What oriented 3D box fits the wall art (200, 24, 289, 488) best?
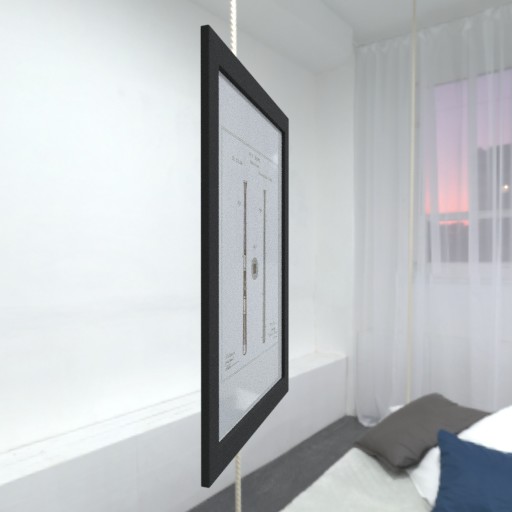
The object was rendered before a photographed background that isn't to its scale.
[{"bbox_3d":[0.000,0.000,0.684,0.012,0.529,0.374,0,0,18],"label":"wall art"}]
